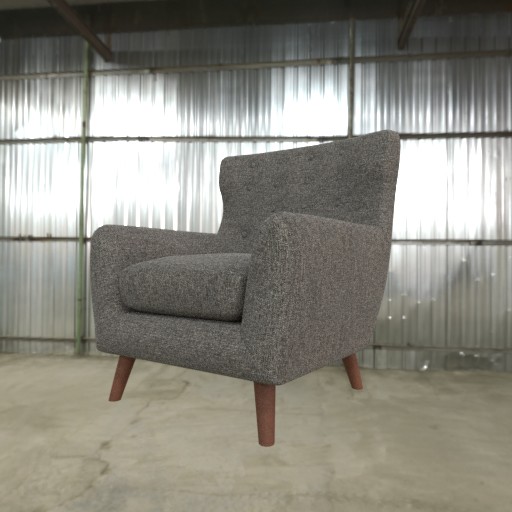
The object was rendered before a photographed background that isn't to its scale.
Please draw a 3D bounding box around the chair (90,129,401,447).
[{"bbox_3d":[0.000,0.000,1.723,0.889,1.039,0.940,0,-1,35],"label":"chair"}]
